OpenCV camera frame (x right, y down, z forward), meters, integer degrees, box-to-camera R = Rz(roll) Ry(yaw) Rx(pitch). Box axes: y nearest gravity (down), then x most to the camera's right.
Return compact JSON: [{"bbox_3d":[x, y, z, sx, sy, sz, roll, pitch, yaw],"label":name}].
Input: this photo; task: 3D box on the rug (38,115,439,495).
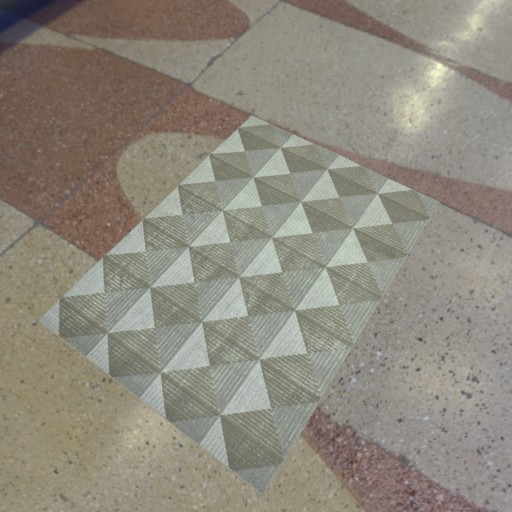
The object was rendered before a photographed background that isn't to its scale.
[{"bbox_3d":[0.000,0.000,4.317,2.428,0.027,3.333,30,62,18],"label":"rug"}]
